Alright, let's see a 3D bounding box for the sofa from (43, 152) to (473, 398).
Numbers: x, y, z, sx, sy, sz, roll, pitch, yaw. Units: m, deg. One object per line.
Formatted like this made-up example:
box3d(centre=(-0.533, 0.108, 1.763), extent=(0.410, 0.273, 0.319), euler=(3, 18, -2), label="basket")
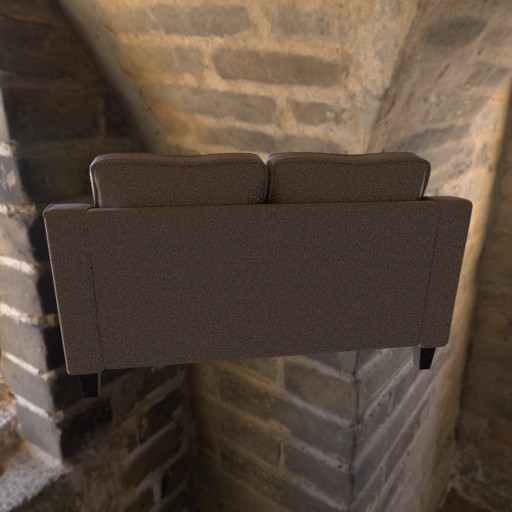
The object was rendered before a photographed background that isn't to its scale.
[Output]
box3d(centre=(0.000, 0.000, 3.371), extent=(2.587, 1.562, 1.351), euler=(-2, 15, -9), label="sofa")
